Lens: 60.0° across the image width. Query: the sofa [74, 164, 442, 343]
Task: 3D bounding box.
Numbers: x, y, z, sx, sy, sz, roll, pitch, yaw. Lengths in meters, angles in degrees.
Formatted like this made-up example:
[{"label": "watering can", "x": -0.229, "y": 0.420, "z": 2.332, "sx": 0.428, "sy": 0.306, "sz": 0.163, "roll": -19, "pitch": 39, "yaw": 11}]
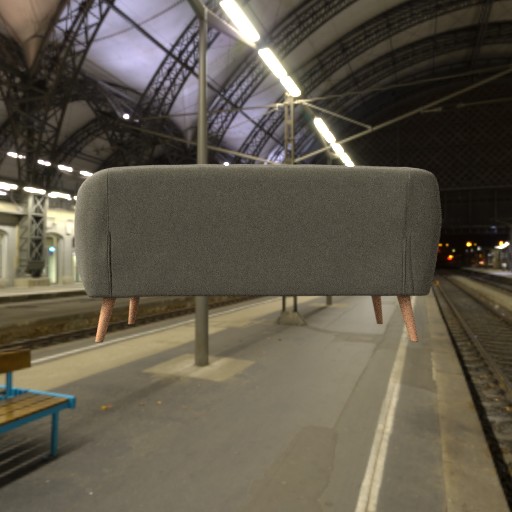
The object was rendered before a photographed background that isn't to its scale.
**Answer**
[{"label": "sofa", "x": 0.000, "y": 0.000, "z": 2.378, "sx": 1.840, "sy": 0.820, "sz": 0.820, "roll": 0, "pitch": -1, "yaw": -1}]
